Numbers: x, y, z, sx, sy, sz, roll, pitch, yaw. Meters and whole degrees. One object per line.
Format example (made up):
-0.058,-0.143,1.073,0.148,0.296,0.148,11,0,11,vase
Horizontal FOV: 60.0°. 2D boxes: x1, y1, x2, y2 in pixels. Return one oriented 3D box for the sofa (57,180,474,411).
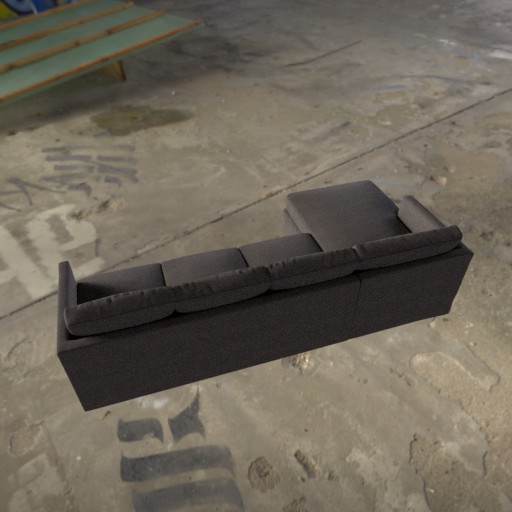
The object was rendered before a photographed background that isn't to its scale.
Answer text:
0.000,0.000,3.937,3.205,0.922,1.650,-12,42,-13,sofa
